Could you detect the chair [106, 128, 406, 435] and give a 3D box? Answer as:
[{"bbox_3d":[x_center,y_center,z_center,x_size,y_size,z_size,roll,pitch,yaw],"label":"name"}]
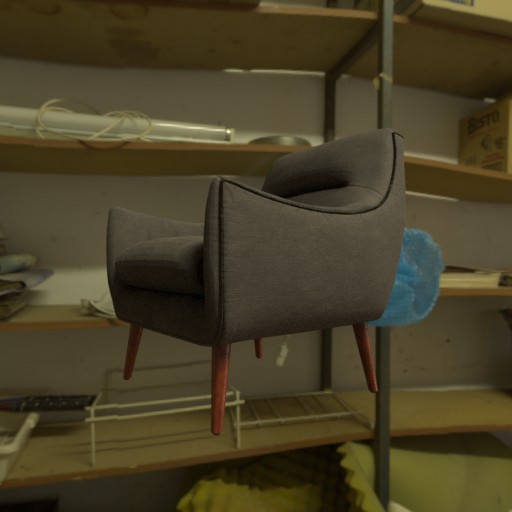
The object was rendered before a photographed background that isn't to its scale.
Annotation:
[{"bbox_3d":[0.000,0.000,1.465,0.787,0.838,0.762,0,-1,-36],"label":"chair"}]
